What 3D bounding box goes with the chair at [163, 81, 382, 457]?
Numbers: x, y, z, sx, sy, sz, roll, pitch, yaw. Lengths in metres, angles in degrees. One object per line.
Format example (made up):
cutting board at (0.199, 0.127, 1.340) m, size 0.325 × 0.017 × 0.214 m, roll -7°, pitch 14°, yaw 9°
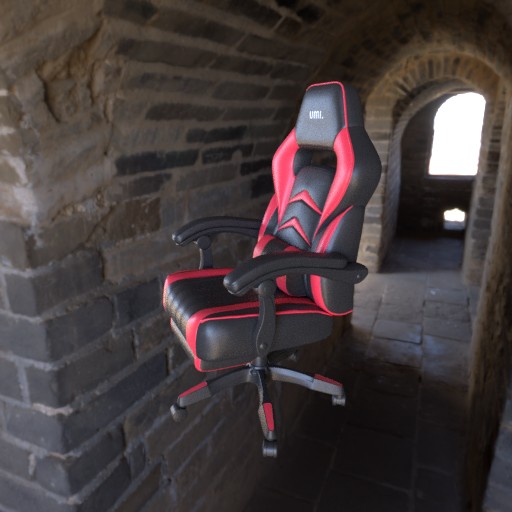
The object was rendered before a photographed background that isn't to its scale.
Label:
chair at (0.000, 0.000, 1.646) m, size 0.700 × 1.220 × 0.700 m, roll -8°, pitch 18°, yaw -24°
